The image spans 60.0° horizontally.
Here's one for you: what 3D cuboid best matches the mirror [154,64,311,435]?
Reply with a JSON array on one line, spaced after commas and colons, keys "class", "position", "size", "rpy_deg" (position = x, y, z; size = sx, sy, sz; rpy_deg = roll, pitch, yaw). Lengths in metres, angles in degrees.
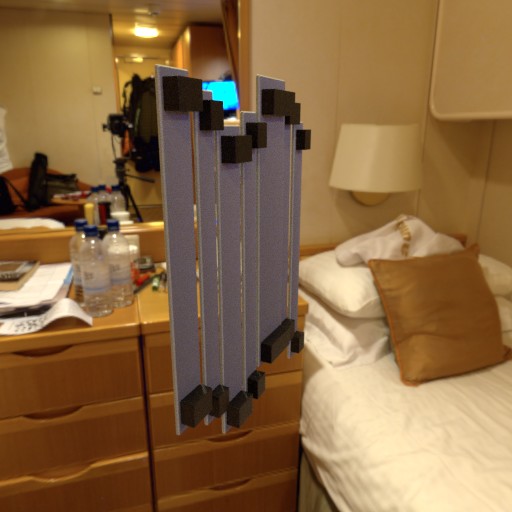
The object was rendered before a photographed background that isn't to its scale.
[{"class": "mirror", "position": [0.000, 0.000, 0.802], "size": [0.058, 0.611, 0.445], "rpy_deg": [8, 18, 25]}]
